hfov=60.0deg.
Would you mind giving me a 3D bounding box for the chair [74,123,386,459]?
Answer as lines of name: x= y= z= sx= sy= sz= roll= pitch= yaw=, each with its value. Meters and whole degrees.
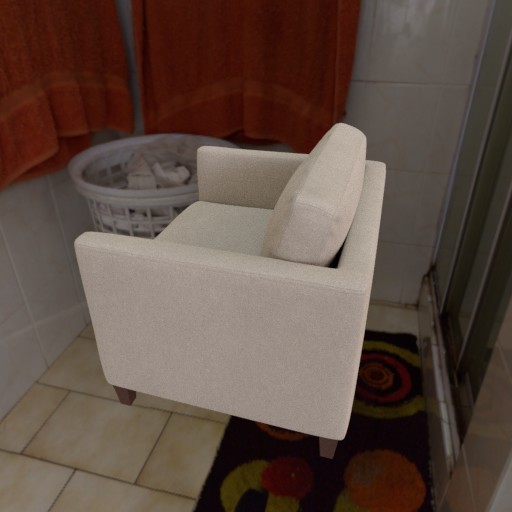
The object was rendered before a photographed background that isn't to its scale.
chair: x=0.000 y=0.000 z=1.862 sx=0.959 sy=0.961 sz=1.107 roll=9 pitch=32 yaw=14
